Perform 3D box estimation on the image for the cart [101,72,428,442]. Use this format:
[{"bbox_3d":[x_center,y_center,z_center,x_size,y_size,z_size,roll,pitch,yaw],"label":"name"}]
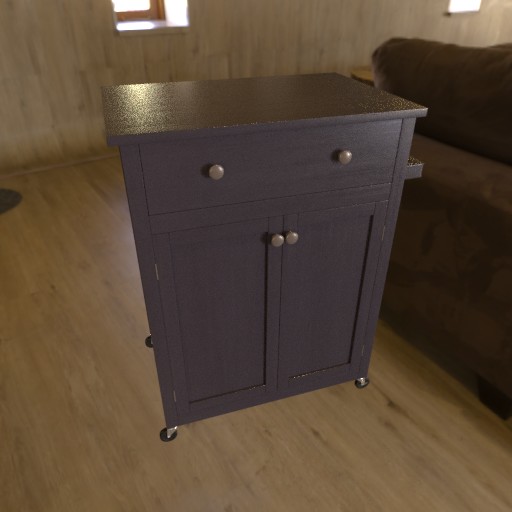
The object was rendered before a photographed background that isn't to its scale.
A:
[{"bbox_3d":[0.000,0.000,1.267,0.690,0.878,0.449,-10,33,-15],"label":"cart"}]
